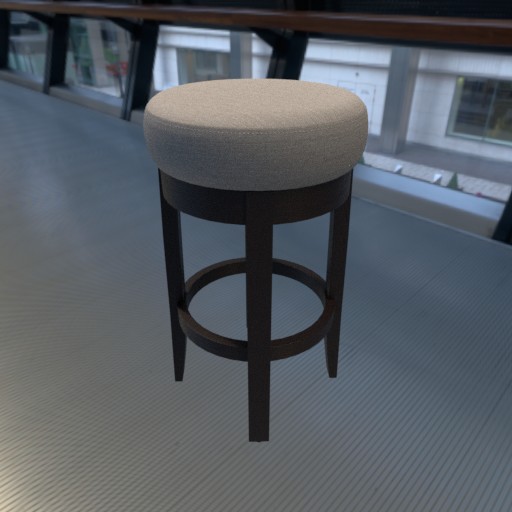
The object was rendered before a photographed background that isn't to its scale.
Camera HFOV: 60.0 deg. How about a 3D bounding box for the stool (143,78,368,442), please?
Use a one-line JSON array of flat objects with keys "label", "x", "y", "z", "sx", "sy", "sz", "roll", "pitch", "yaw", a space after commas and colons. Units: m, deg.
[{"label": "stool", "x": 0.000, "y": 0.000, "z": 1.045, "sx": 0.443, "sy": 0.757, "sz": 0.443, "roll": 0, "pitch": 30, "yaw": 0}]
